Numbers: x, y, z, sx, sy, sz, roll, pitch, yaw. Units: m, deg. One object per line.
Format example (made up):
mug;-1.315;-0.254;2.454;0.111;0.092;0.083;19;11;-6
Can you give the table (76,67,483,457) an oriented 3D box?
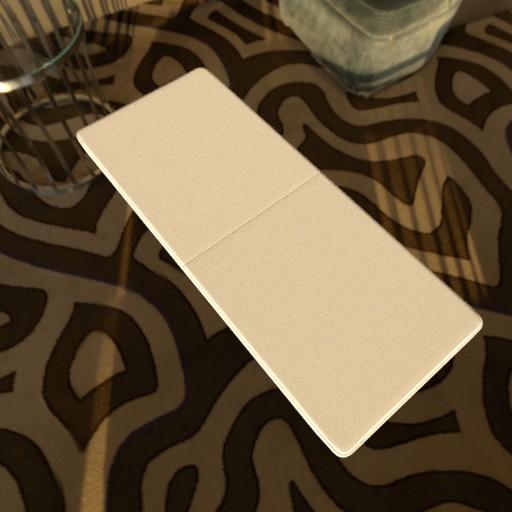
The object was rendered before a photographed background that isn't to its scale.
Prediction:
table;0.000;0.000;2.196;0.761;0.719;1.829;-36;67;-17
